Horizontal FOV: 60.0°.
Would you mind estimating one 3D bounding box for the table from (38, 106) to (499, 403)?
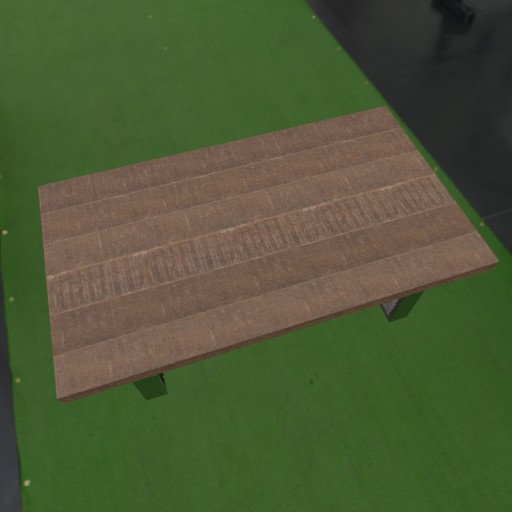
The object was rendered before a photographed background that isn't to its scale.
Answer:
[{"bbox_3d":[0.000,0.000,1.707,1.400,0.440,0.800,-16,59,-10],"label":"table"}]
